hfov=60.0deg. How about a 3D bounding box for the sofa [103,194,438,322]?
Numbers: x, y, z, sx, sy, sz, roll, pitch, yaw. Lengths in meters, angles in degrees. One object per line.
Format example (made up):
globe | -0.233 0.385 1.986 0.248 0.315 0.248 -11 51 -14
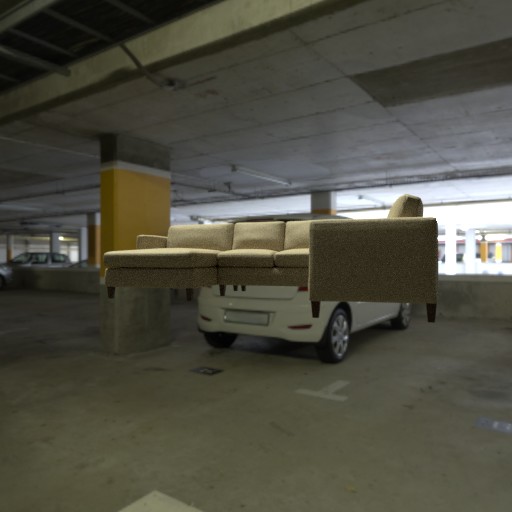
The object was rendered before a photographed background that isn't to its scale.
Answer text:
sofa | 0.000 0.000 4.805 3.460 0.959 2.593 0 0 17
